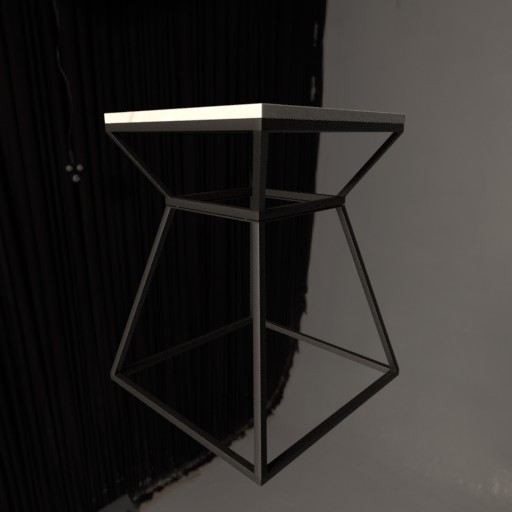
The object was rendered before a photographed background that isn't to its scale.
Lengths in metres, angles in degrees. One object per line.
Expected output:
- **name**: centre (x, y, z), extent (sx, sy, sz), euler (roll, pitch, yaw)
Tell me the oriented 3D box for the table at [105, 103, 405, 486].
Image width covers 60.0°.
- **table**: centre (0.000, 0.000, 0.914), extent (0.455, 0.559, 0.455), euler (14, 21, 42)
